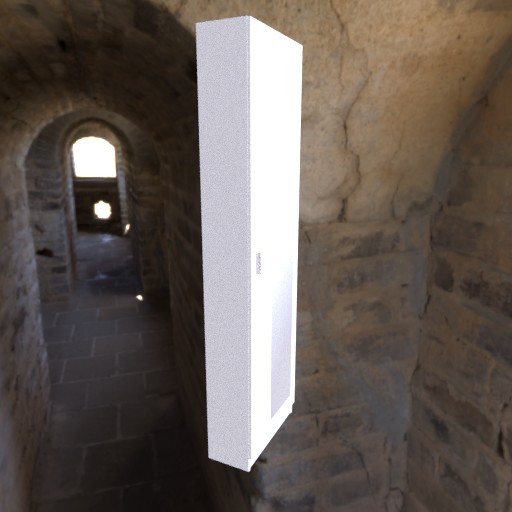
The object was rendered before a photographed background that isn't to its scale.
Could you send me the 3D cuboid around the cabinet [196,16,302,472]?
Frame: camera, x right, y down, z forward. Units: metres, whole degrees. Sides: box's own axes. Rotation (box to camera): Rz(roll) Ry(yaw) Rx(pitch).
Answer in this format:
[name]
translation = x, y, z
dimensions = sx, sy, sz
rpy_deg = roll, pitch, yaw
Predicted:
[cabinet]
translation = 0.000, 0.000, 1.957
dimensions = 0.230, 1.790, 0.500
rpy_deg = 7, 15, 25
